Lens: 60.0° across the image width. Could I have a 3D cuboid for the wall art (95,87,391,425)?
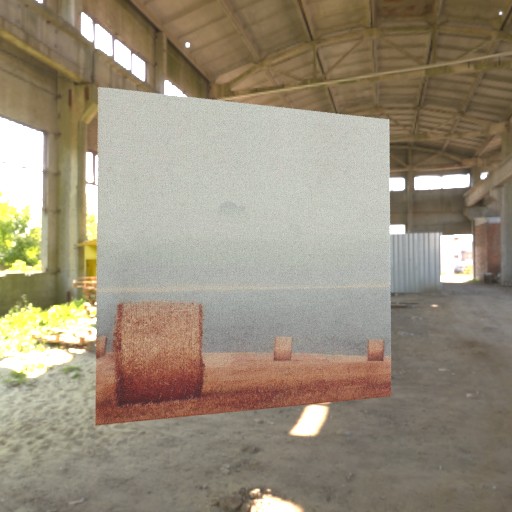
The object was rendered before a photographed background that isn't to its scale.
[{"bbox_3d":[0.000,0.000,0.599,0.405,0.405,0.023,0,-1,-17],"label":"wall art"}]
